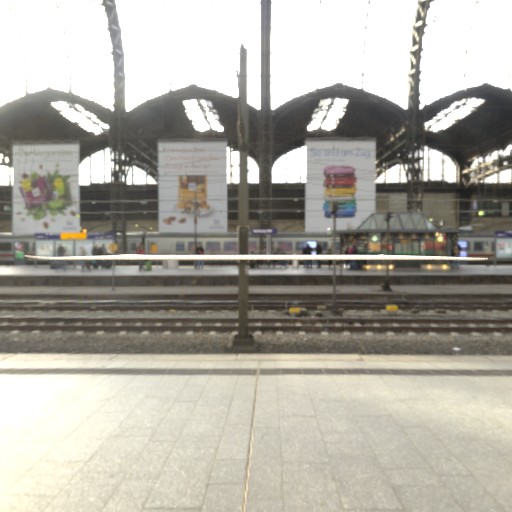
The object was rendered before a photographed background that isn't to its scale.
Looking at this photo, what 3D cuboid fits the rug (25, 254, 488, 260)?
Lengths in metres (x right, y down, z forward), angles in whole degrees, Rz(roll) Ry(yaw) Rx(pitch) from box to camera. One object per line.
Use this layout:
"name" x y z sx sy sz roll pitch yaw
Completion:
"rug" 0.000 0.000 3.893 2.897 0.035 2.277 0 1 -1
